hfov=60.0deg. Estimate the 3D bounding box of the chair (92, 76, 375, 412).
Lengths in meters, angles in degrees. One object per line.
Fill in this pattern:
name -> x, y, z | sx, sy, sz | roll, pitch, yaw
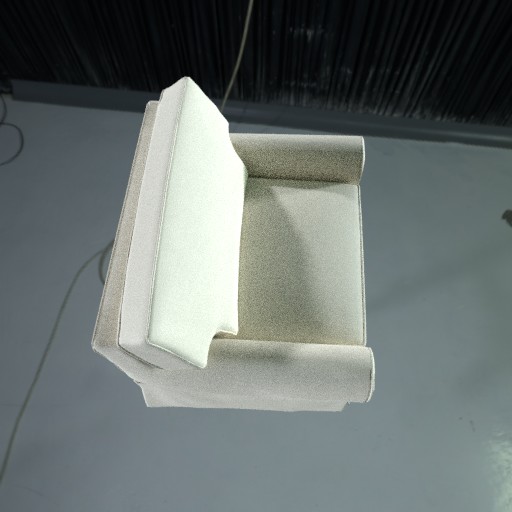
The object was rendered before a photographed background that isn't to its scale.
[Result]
chair -> 0.000, 0.000, 1.764 | 0.904, 0.958, 1.099 | 4, 65, 2
